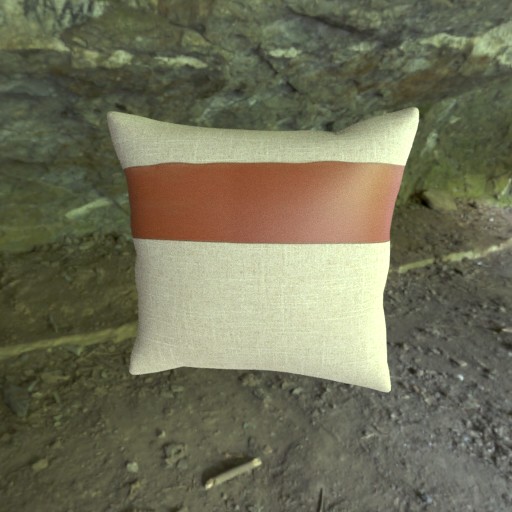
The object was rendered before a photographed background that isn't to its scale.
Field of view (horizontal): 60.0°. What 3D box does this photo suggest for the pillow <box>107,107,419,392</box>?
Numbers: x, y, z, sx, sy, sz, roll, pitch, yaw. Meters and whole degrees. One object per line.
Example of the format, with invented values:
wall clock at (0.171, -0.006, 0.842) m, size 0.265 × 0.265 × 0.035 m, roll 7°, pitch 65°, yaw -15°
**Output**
pillow at (0.000, 0.000, 0.632) m, size 0.414 × 0.399 × 0.173 m, roll 2°, pitch 14°, yaw 7°
